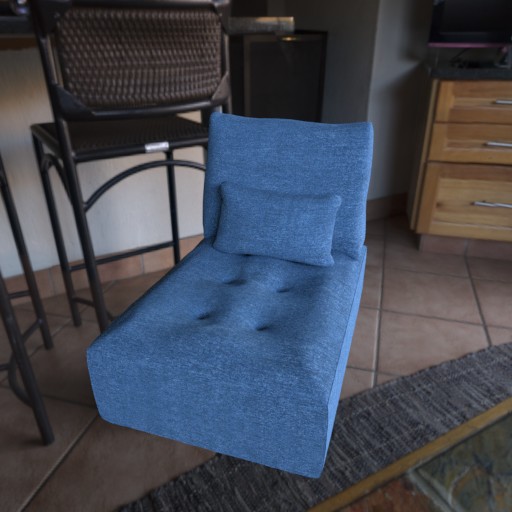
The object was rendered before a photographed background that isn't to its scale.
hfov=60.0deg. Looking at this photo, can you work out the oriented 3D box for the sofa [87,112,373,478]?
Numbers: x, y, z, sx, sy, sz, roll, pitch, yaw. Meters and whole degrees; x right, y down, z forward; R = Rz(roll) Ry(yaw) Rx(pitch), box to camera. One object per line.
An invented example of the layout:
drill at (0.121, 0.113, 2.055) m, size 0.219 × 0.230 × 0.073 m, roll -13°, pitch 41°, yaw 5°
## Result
sofa at (0.000, 0.000, 1.539) m, size 0.700 × 0.820 × 1.000 m, roll 8°, pitch 27°, yaw 16°
